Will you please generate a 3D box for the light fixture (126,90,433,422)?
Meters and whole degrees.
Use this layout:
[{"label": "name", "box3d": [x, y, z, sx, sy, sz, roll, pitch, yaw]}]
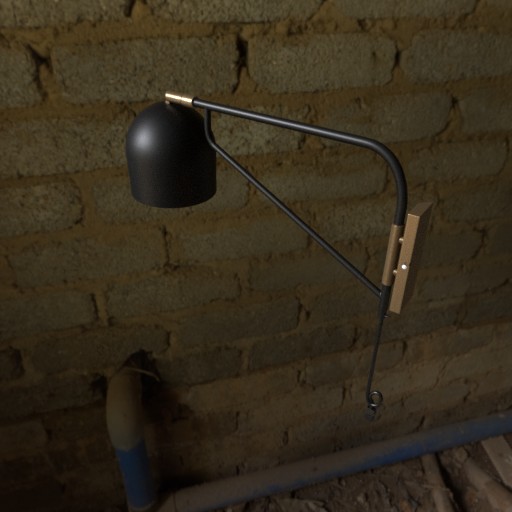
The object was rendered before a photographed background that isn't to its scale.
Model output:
[{"label": "light fixture", "box3d": [0.000, 0.000, 1.052, 0.720, 0.696, 0.215, 20, 36, 30]}]
